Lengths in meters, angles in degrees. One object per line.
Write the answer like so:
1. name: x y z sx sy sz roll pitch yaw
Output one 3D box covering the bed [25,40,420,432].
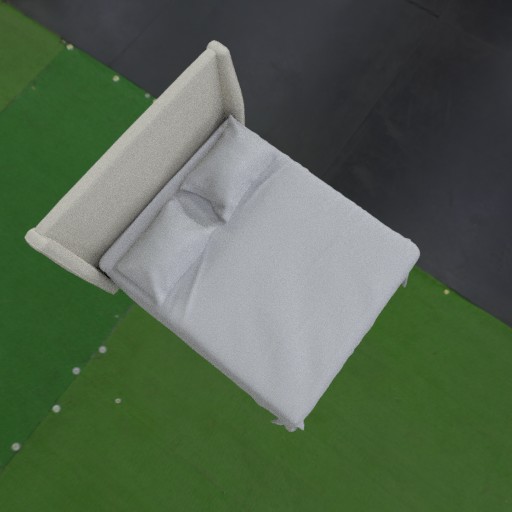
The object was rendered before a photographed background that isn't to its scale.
1. bed: 0.000 0.000 3.432 2.276 1.332 1.925 37 78 9
